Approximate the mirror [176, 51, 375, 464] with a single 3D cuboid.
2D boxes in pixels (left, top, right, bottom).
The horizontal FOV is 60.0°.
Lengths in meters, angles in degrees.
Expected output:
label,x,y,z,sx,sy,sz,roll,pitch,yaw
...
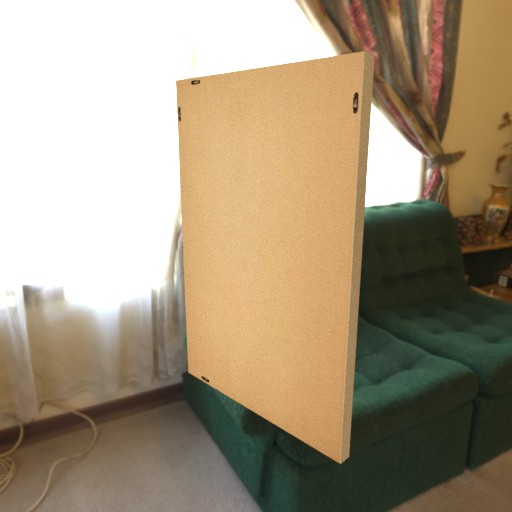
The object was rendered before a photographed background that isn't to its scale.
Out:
label,x,y,z,sx,sy,sz,roll,pitch,yaw
mirror,0.000,0.000,1.167,0.041,0.915,0.609,-14,21,-43
